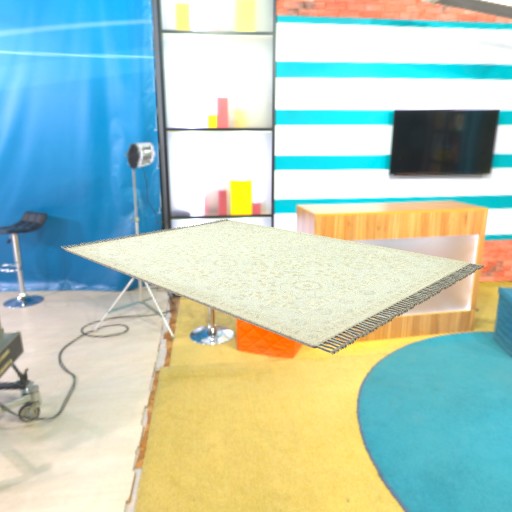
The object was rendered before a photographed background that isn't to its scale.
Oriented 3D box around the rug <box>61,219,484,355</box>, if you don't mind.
[{"bbox_3d":[0.000,0.000,2.230,1.771,0.015,1.223,14,20,42],"label":"rug"}]
